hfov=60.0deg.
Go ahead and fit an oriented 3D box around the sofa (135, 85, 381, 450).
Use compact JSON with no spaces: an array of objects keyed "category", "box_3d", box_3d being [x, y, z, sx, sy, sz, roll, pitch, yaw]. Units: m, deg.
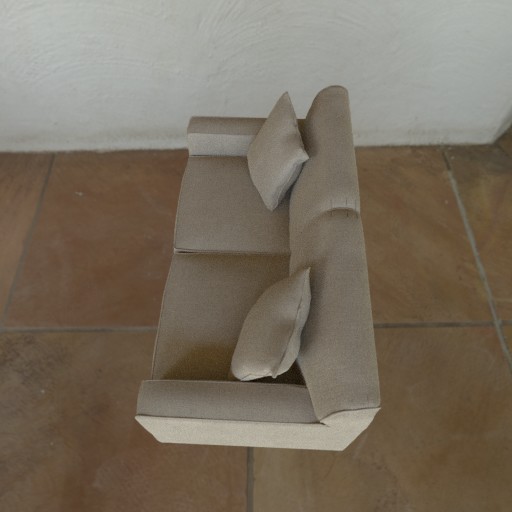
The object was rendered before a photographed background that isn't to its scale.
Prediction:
[{"category":"sofa","box_3d":[0.000,0.000,2.427,0.998,0.958,1.846,2,58,1]}]
